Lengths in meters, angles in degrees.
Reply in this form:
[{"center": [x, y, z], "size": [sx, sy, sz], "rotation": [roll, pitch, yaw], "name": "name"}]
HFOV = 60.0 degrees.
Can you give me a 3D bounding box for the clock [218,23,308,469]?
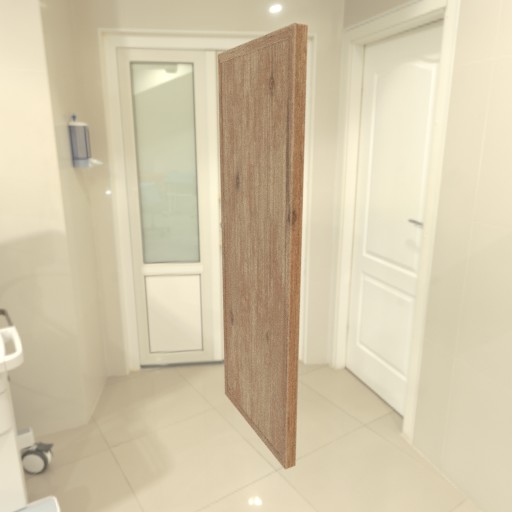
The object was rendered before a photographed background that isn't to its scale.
[{"center": [0.000, 0.000, 1.089], "size": [0.030, 0.965, 0.361], "rotation": [-8, 17, -26], "name": "clock"}]
